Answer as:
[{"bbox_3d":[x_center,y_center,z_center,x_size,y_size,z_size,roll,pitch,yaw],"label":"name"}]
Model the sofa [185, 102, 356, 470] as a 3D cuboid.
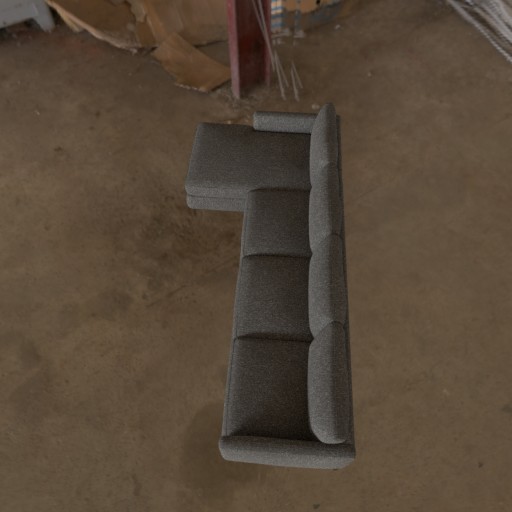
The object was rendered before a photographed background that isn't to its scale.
[{"bbox_3d":[0.000,0.000,3.459,1.350,0.810,2.932,3,58,2],"label":"sofa"}]
